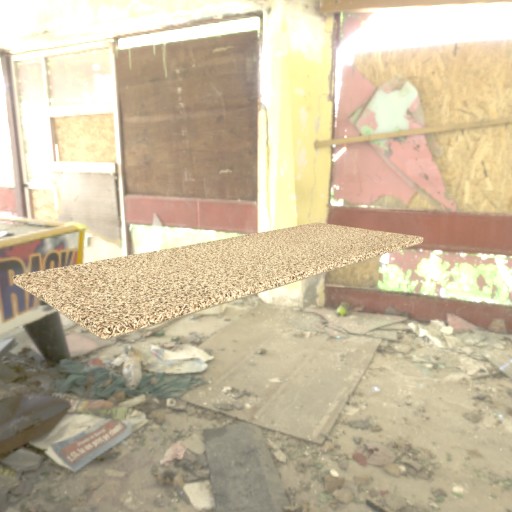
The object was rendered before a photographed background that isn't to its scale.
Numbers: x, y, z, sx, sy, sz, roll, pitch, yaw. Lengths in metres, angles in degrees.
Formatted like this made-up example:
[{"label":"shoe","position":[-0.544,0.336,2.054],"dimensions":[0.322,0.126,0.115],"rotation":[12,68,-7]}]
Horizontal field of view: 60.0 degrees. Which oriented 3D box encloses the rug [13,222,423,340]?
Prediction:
[{"label":"rug","position":[0.000,0.000,1.680],"dimensions":[1.524,0.030,0.609],"rotation":[-13,18,-43]}]
